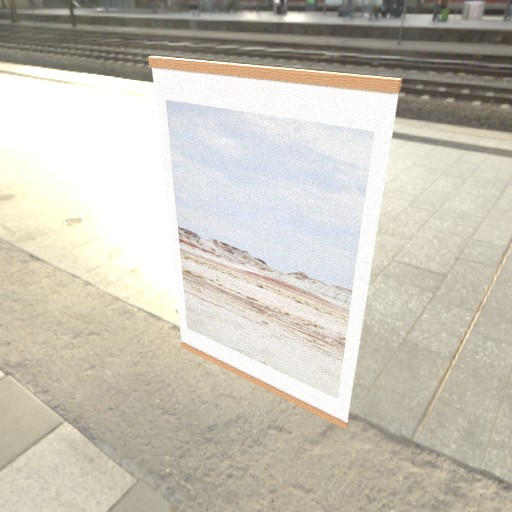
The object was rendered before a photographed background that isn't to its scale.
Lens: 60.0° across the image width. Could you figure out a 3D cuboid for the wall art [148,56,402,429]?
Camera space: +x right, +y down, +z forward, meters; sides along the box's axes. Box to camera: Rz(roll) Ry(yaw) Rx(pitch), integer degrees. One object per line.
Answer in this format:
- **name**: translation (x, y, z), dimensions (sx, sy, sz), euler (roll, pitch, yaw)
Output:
- **wall art**: translation (0.000, 0.000, 1.915), dimensions (1.011, 1.521, 0.025), euler (19, 35, 28)
